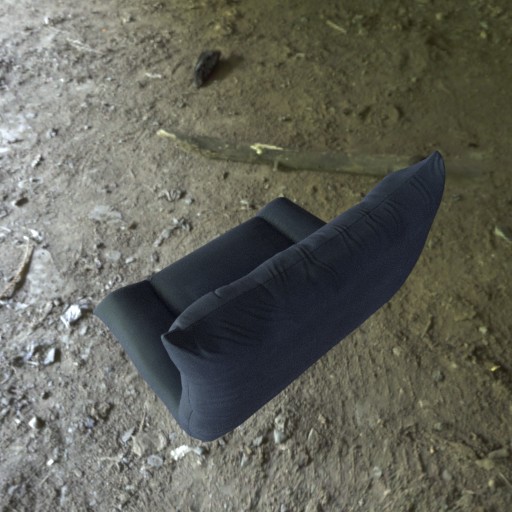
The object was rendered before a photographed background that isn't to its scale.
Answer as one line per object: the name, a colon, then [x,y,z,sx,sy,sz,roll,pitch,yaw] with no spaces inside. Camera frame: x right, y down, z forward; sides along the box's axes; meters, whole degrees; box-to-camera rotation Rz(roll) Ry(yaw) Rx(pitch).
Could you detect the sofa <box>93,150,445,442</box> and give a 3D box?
sofa: [0.000,0.000,1.701,1.122,0.778,0.849,-32,55,-26]
